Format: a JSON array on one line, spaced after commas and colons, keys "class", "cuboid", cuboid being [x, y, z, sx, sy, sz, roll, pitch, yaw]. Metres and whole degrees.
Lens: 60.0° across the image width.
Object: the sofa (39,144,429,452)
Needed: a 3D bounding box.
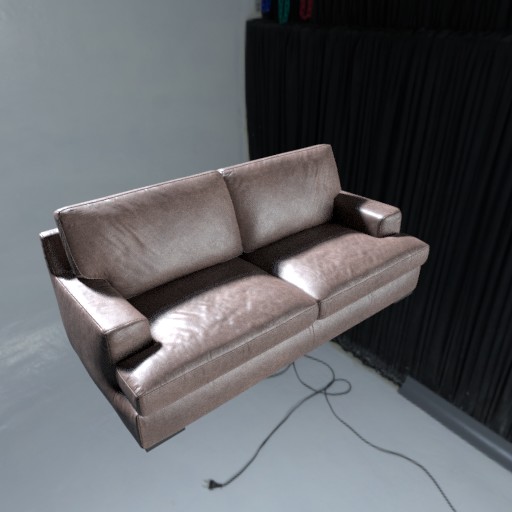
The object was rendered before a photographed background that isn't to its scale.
[{"class": "sofa", "cuboid": [0.000, 0.000, 2.794, 2.261, 0.941, 1.143, -22, 36, -33]}]
